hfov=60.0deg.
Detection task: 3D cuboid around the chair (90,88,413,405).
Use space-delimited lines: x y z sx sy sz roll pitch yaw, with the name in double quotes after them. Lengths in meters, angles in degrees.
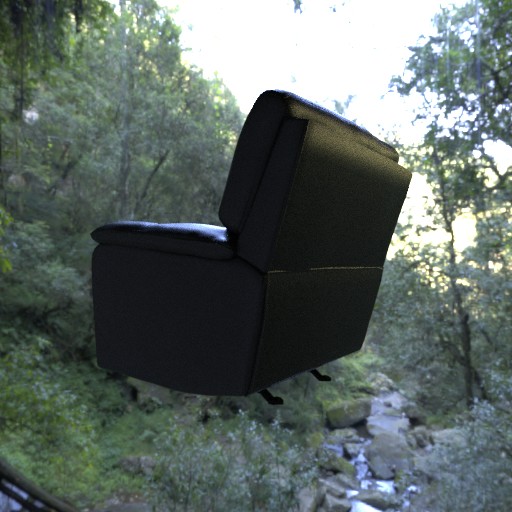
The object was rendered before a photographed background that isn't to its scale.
0.000 0.000 1.984 1.087 1.109 1.096 0 0 36 "chair"
